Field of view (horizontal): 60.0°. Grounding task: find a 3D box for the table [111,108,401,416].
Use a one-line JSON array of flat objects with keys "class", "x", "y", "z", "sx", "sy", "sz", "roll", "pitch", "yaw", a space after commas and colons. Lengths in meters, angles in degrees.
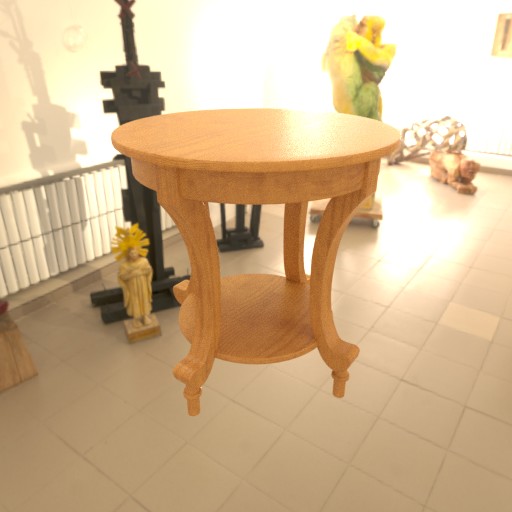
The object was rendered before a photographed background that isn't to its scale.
[{"class": "table", "x": 0.000, "y": 0.000, "z": 1.082, "sx": 0.597, "sy": 0.612, "sz": 0.597, "roll": 0, "pitch": 26, "yaw": 0}]
